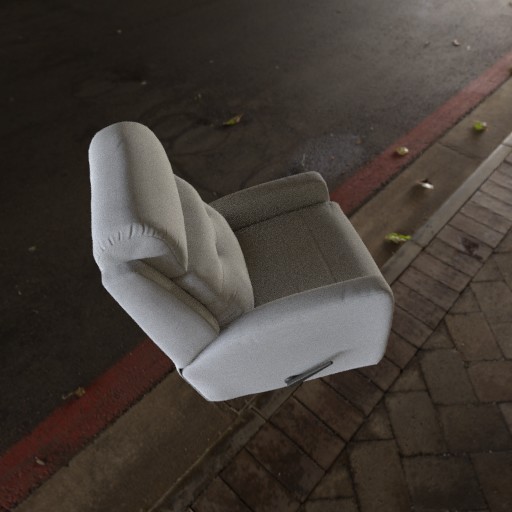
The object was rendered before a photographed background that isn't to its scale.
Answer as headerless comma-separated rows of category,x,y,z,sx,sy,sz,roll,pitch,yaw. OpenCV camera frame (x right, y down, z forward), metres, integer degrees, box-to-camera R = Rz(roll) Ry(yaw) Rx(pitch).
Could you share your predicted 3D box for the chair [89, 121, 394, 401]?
chair,0.000,0.000,1.739,1.043,1.013,0.798,-11,48,-10
